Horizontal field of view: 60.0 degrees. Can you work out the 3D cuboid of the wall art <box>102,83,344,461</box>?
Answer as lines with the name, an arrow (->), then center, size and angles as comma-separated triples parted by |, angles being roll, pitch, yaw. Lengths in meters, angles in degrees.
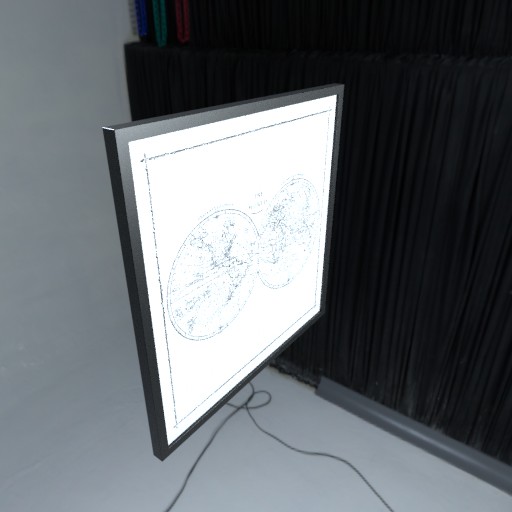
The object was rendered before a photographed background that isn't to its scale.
wall art -> 0.000, 0.000, 1.156 | 0.031, 0.775, 0.773 | 19, 33, 33
